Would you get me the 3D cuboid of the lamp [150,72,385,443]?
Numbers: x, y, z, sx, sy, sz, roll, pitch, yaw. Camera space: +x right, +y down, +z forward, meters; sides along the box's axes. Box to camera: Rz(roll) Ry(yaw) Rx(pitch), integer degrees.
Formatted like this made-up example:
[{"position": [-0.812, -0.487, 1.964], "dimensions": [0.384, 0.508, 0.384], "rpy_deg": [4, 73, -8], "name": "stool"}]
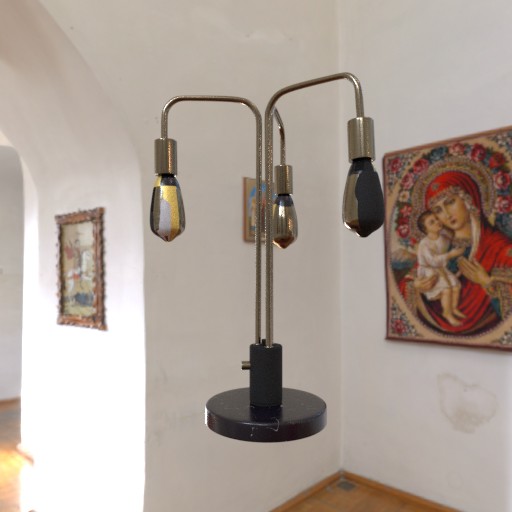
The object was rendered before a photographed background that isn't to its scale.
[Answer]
[{"position": [0.000, 0.000, 0.793], "dimensions": [0.368, 0.560, 0.355], "rpy_deg": [0, -1, -2], "name": "lamp"}]
